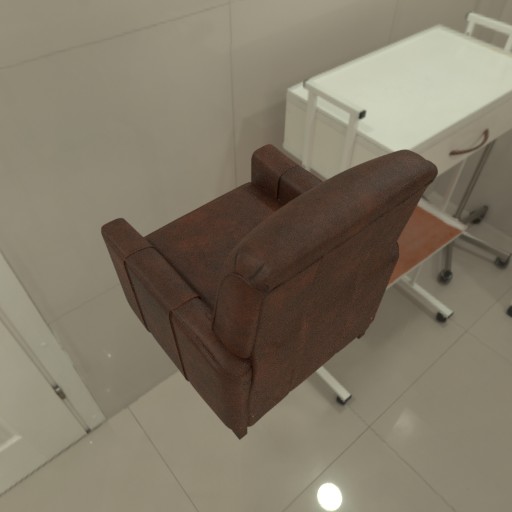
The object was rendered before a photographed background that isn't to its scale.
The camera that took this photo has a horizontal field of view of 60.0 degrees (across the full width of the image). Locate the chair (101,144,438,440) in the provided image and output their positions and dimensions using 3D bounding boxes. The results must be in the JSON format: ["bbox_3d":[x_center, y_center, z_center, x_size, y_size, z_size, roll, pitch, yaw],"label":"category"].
[{"bbox_3d":[0.000,0.000,1.663,0.843,1.043,0.836,-32,55,-26],"label":"chair"}]
